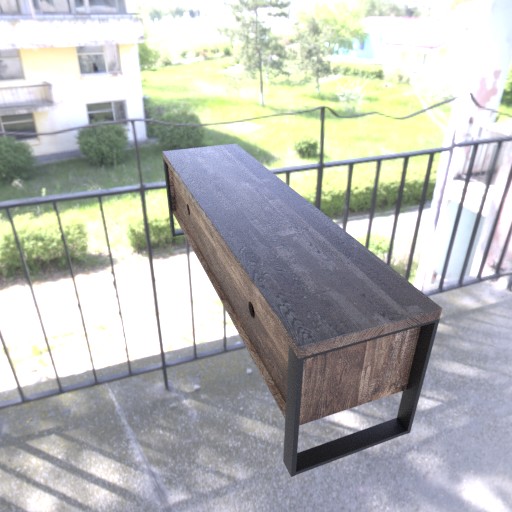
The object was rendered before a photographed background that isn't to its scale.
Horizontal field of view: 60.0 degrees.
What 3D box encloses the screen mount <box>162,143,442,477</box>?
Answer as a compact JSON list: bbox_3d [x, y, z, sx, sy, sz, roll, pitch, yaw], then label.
[{"bbox_3d":[0.000,0.000,1.738,0.395,0.450,1.524,-11,32,-18],"label":"screen mount"}]
